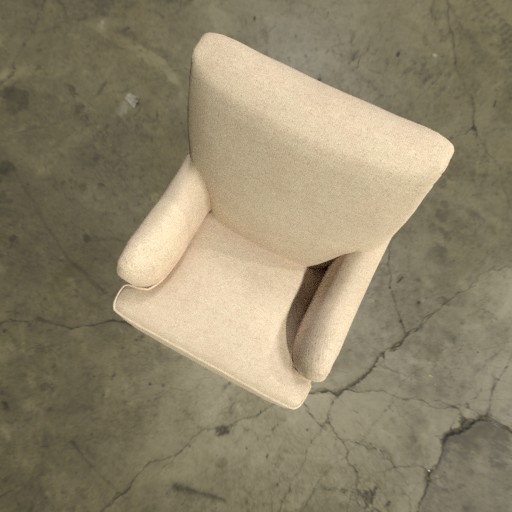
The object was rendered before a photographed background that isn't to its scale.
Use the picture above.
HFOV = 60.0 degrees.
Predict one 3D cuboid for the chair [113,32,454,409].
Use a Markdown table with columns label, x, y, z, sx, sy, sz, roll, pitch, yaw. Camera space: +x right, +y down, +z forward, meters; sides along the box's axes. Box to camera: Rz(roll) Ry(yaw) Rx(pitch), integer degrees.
| label | x | y | z | sx | sy | sz | roll | pitch | yaw |
| --- | --- | --- | --- | --- | --- | --- | --- | --- | --- |
| chair | 0.000 | 0.000 | 1.765 | 0.879 | 1.119 | 0.953 | 27 | 78 | 6 |
